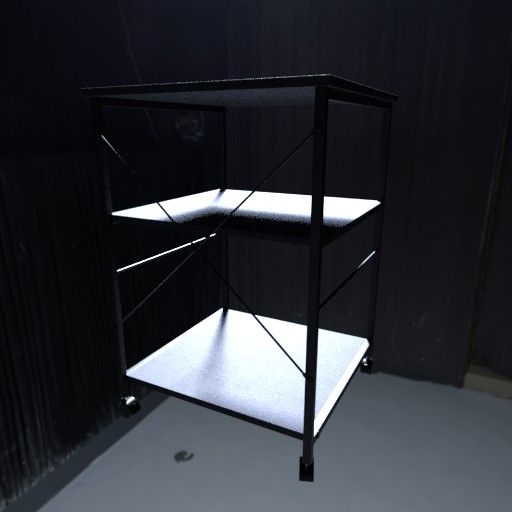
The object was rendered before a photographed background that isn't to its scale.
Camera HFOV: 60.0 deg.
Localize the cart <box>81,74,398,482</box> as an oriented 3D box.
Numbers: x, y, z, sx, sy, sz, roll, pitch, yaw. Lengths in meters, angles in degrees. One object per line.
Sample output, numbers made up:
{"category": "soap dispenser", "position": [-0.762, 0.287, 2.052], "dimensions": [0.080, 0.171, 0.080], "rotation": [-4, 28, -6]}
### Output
{"category": "cart", "position": [0.000, 0.000, 1.098], "dimensions": [0.521, 0.762, 0.520], "rotation": [8, 18, 27]}
